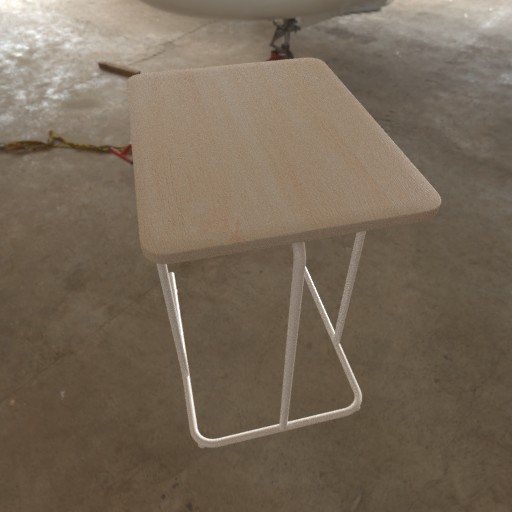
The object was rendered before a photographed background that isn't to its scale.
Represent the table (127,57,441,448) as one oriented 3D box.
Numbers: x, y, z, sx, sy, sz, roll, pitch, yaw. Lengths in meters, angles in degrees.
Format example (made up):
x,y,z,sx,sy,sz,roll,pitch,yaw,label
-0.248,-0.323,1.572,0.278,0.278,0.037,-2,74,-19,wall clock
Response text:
x,y,z,sx,sy,sz,roll,pitch,yaw,label
0.000,0.000,0.866,0.370,0.550,0.480,-10,46,-10,table
